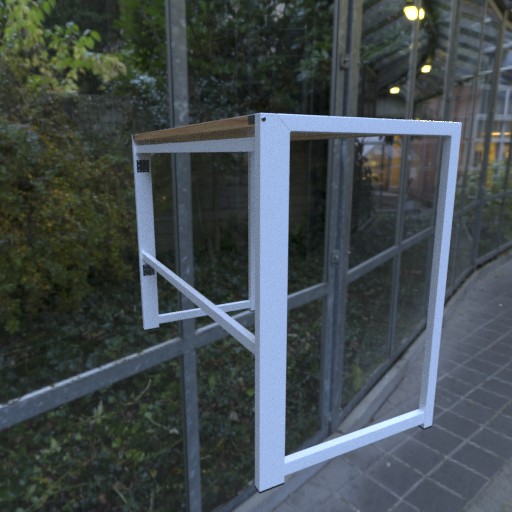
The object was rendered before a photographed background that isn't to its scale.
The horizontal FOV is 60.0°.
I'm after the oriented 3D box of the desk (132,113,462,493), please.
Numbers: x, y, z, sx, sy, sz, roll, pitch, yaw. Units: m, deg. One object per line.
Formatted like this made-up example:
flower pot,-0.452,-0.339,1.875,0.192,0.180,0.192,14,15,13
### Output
desk,0.000,0.000,1.393,0.508,0.762,1.016,-7,14,-27
